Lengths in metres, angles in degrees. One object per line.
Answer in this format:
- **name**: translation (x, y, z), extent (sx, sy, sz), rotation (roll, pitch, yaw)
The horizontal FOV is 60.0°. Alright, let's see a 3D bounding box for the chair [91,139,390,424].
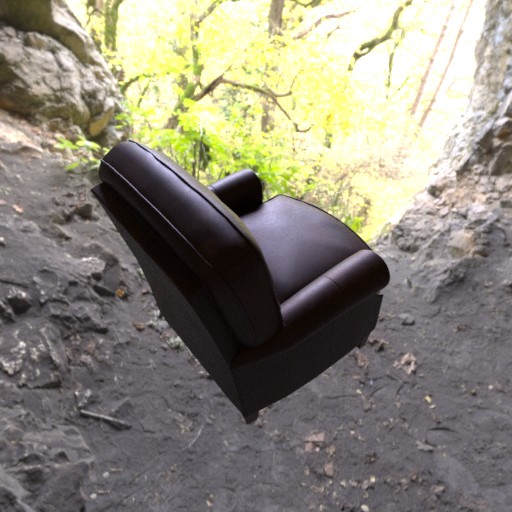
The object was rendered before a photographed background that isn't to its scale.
- **chair**: translation (0.000, 0.000, 1.834), extent (0.986, 1.018, 0.936), rotation (-26, 47, -27)
